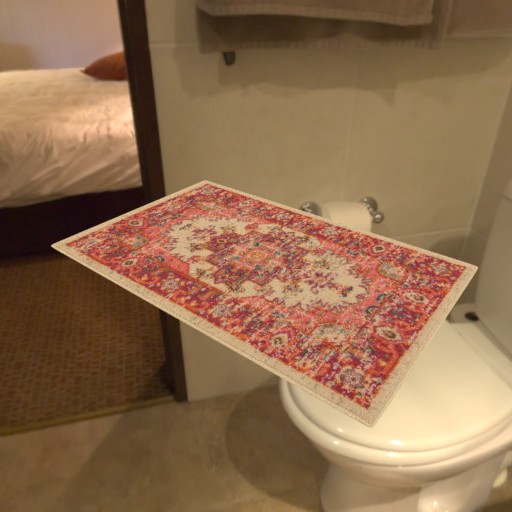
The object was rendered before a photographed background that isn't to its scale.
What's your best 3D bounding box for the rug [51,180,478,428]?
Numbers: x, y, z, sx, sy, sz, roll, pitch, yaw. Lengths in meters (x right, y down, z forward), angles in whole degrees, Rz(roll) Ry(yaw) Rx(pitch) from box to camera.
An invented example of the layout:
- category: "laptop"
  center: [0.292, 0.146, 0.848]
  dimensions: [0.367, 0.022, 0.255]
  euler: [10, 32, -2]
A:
- category: "rug"
  center: [0.000, 0.000, 1.061]
  dimensions: [0.868, 0.004, 0.556]
  euler: [22, 38, 32]
